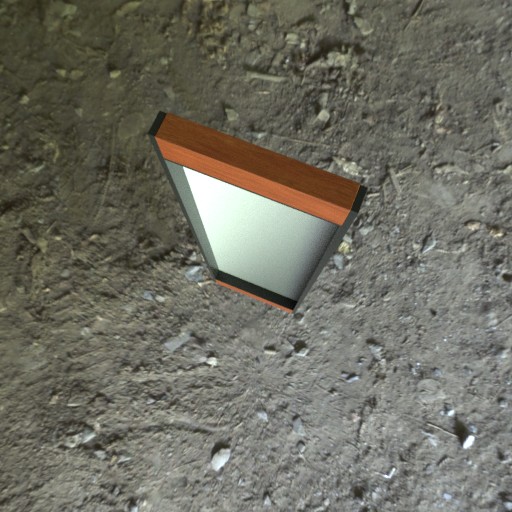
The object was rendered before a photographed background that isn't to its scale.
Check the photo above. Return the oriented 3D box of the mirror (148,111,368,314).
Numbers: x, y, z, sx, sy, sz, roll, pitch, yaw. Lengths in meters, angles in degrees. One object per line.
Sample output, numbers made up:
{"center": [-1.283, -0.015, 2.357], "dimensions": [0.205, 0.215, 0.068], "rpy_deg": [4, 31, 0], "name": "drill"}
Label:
{"center": [0.000, 0.000, 1.211], "dimensions": [0.343, 1.123, 0.047], "rpy_deg": [22, 76, 6], "name": "mirror"}
